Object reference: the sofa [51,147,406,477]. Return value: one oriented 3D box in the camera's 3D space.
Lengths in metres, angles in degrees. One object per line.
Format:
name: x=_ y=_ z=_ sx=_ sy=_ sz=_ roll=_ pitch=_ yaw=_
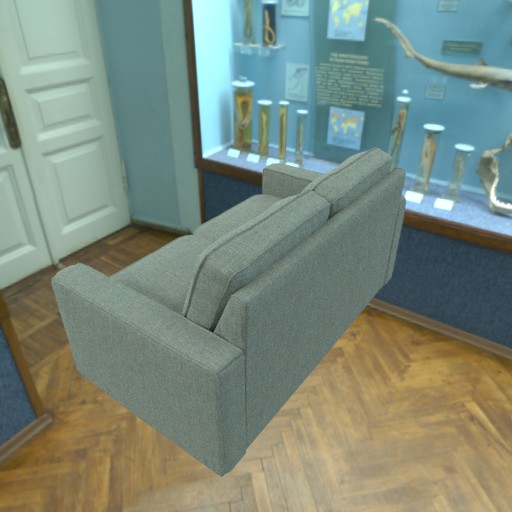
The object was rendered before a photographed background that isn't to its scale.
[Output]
sofa: x=0.000 y=0.000 z=2.261 sx=0.945 sy=0.915 sz=1.706 roll=21 pitch=38 yaw=30
